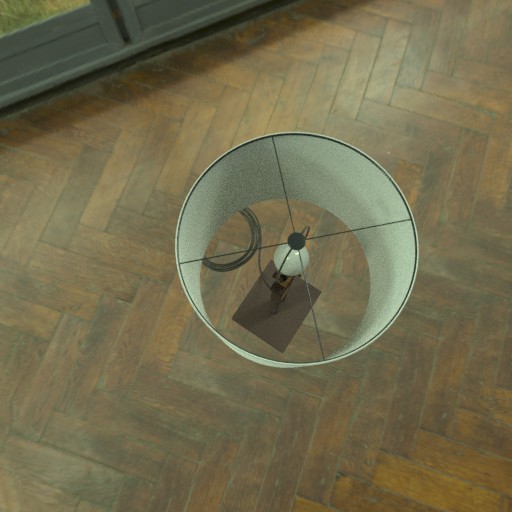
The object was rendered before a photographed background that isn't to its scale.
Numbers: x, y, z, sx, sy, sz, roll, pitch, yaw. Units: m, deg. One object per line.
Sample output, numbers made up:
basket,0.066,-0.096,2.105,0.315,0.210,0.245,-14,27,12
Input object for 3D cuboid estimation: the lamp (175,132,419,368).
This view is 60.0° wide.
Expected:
lamp,0.000,0.000,0.985,0.525,0.668,0.396,33,78,8
